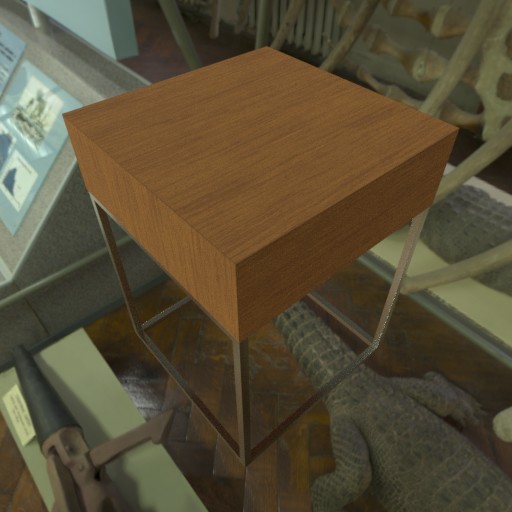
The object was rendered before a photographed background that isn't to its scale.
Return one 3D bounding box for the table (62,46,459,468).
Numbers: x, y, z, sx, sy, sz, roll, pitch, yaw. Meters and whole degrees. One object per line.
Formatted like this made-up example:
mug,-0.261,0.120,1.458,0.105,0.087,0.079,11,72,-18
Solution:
table,0.000,0.000,0.816,0.397,0.540,0.398,-32,53,-27
